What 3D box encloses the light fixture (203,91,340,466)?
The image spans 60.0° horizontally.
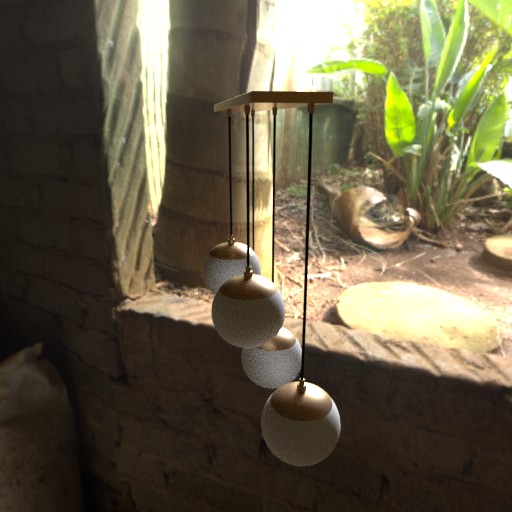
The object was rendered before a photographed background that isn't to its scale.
[{"bbox_3d":[0.000,0.000,1.312,0.299,0.869,0.863,-3,17,-10],"label":"light fixture"}]
